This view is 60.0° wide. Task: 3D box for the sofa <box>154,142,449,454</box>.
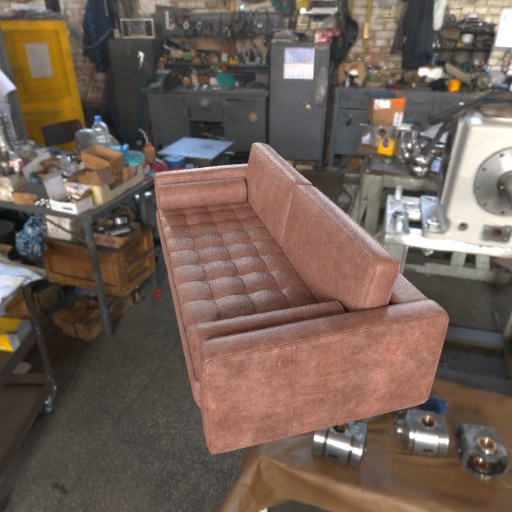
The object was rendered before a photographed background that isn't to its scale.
[{"bbox_3d":[0.000,0.000,2.306,0.910,0.760,1.870,-8,30,-14],"label":"sofa"}]
